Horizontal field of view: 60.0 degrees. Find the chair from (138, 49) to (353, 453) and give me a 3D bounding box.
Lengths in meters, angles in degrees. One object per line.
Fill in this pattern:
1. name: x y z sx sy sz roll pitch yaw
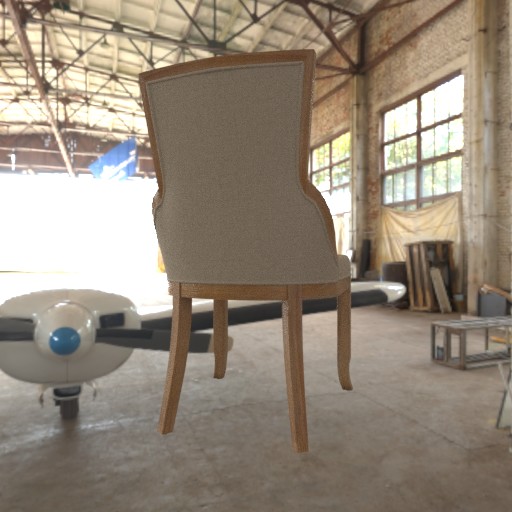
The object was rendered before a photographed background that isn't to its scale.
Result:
1. chair: 0.000 0.000 1.348 0.524 0.947 0.641 0 0 17
